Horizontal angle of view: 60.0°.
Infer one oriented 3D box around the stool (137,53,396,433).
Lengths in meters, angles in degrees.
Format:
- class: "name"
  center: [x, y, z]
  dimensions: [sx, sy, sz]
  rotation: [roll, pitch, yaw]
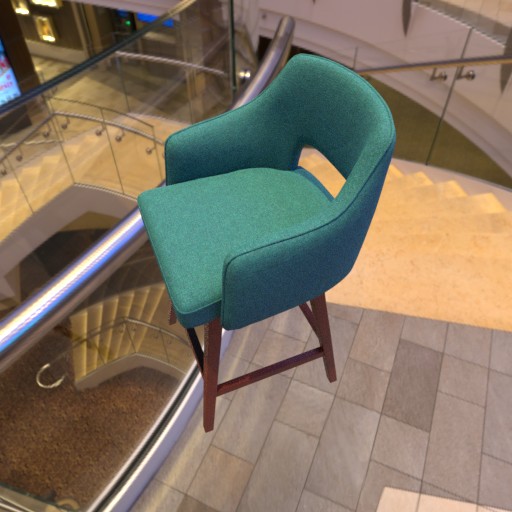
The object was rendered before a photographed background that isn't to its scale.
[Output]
- class: "stool"
  center: [0.000, 0.000, 1.285]
  dimensions: [0.556, 0.961, 0.548]
  rotation: [-17, 49, -15]
